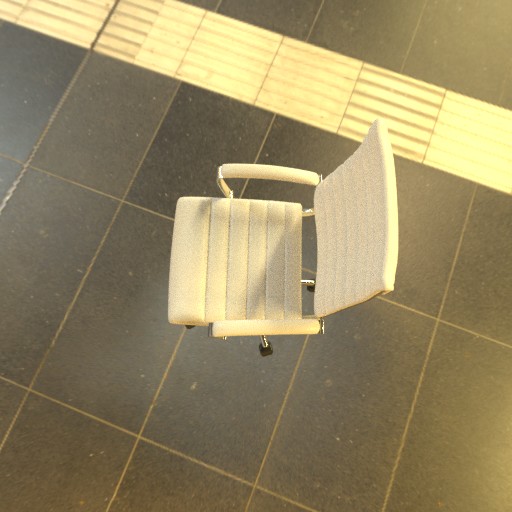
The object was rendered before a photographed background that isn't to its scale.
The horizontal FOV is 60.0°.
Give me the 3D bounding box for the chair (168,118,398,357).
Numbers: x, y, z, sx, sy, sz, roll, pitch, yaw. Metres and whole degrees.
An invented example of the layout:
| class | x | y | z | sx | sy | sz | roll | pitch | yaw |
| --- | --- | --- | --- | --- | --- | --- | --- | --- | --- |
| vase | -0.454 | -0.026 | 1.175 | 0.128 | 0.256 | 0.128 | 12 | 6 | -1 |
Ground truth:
| class | x | y | z | sx | sy | sz | roll | pitch | yaw |
| --- | --- | --- | --- | --- | --- | --- | --- | --- | --- |
| chair | 0.000 | 0.000 | 1.591 | 0.679 | 1.149 | 0.679 | 2 | 76 | 0 |
